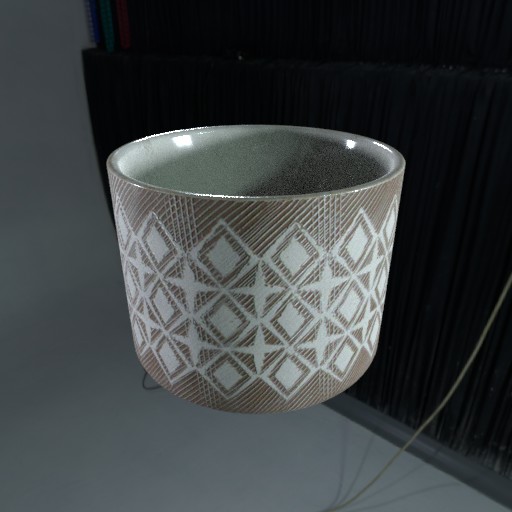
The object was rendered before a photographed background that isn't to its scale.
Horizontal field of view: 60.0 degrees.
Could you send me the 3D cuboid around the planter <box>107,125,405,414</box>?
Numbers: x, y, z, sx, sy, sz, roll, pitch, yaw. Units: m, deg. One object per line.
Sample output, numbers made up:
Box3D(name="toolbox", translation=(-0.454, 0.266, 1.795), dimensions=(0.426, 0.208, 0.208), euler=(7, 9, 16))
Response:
Box3D(name="planter", translation=(0.000, 0.000, 0.219), dimensions=(0.126, 0.104, 0.126), euler=(0, 27, 0))
